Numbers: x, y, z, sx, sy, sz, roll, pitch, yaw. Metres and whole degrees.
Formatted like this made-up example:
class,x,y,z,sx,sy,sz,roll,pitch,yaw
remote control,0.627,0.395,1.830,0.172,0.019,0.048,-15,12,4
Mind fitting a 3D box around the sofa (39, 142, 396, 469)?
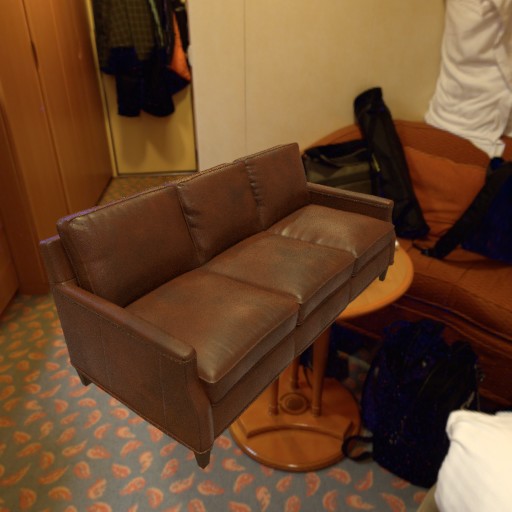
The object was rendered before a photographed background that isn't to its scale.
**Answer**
class,x,y,z,sx,sy,sz,roll,pitch,yaw
sofa,0.000,0.000,2.814,1.084,1.003,2.240,19,32,32
